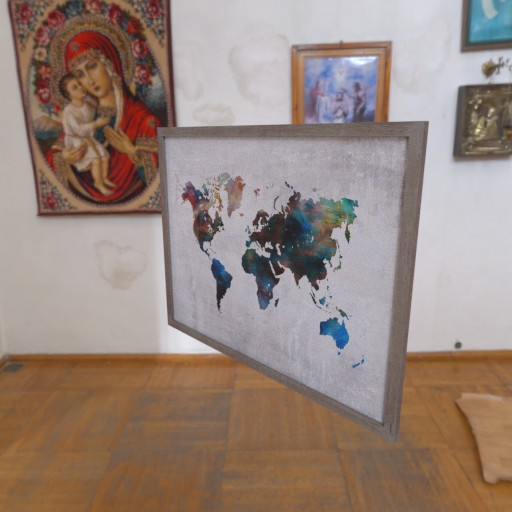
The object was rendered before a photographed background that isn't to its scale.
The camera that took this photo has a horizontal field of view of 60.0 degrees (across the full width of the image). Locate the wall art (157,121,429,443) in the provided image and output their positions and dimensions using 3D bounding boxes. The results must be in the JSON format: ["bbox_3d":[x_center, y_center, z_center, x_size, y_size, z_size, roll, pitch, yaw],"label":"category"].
[{"bbox_3d":[0.000,0.000,1.367,0.019,0.774,1.012,-14,21,-42],"label":"wall art"}]
